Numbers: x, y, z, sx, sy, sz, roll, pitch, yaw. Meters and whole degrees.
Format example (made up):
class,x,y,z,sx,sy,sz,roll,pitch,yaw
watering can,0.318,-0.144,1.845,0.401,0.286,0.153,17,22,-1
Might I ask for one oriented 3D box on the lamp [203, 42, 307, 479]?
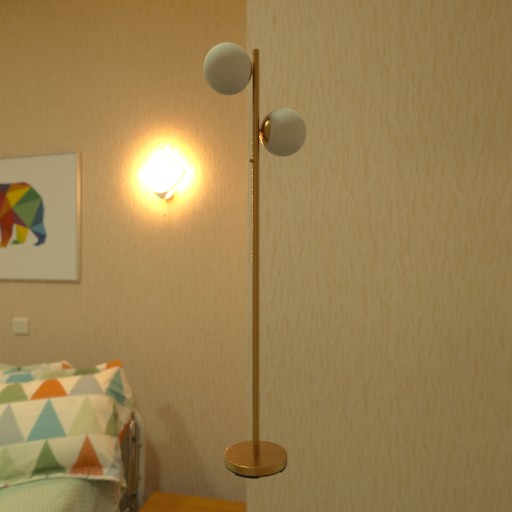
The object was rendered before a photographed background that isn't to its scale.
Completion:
class,x,y,z,sx,sy,sz,roll,pitch,yaw
lamp,0.000,0.000,1.757,0.419,1.641,0.249,0,0,-17
